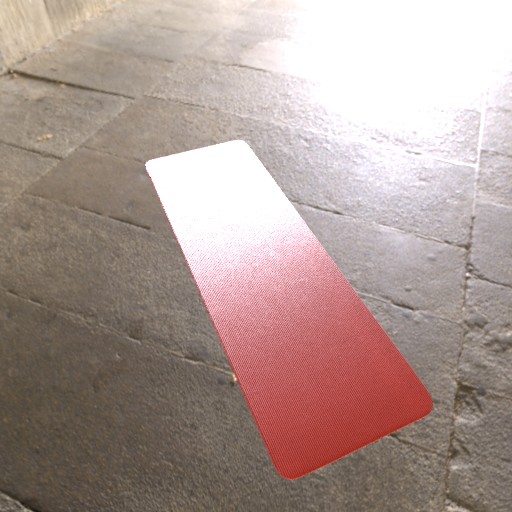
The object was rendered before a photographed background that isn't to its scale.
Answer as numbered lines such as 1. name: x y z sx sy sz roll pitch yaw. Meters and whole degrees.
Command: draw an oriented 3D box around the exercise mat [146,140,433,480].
1. exercise mat: 0.000 0.000 2.057 0.616 0.021 1.869 -17 50 -15
